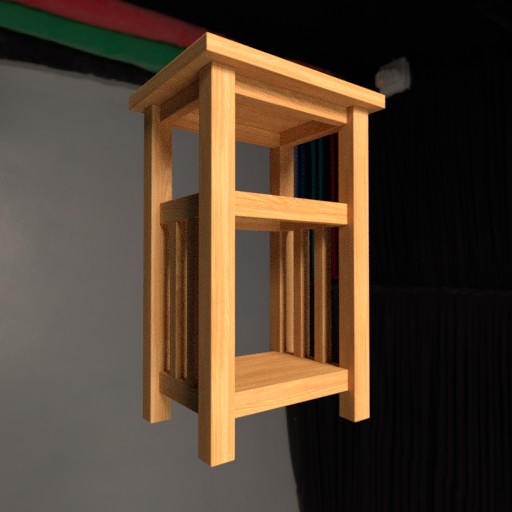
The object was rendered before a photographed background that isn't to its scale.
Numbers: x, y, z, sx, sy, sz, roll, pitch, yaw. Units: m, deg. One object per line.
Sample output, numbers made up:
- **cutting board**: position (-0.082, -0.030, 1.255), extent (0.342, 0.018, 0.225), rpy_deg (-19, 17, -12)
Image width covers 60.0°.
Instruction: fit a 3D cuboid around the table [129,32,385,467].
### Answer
- **table**: position (0.000, 0.000, 0.758), extent (0.350, 0.550, 0.270), rpy_deg (1, -1, -36)
